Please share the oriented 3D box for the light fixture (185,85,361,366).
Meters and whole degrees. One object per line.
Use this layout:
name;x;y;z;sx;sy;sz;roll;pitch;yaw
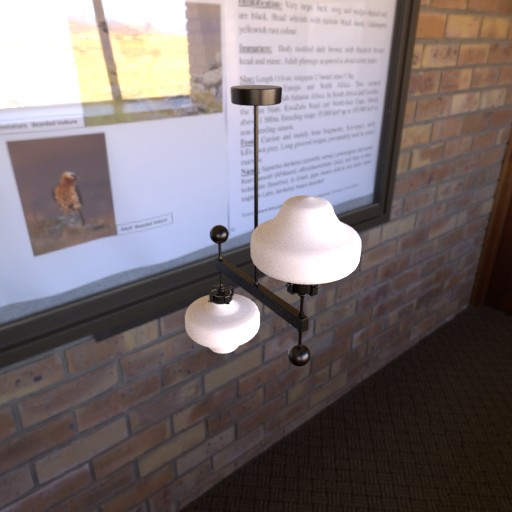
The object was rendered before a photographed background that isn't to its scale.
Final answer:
light fixture;0.000;0.000;1.039;0.489;0.743;0.422;8;26;17
